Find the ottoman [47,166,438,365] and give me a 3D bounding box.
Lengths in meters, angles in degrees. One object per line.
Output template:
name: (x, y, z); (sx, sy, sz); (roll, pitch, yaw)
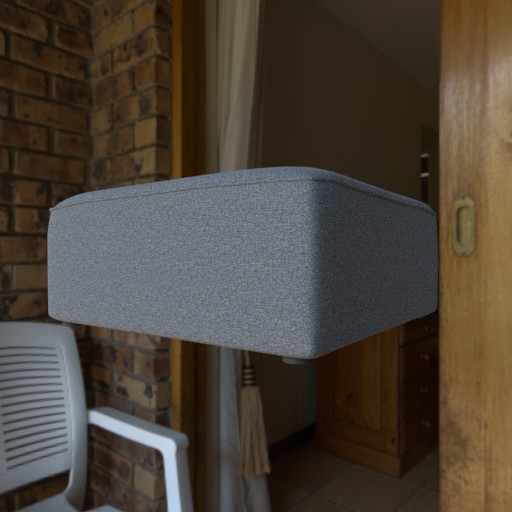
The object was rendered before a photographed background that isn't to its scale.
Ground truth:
ottoman: (0.000, 0.000, 1.585); (1.015, 0.464, 1.005); (0, 0, 36)
